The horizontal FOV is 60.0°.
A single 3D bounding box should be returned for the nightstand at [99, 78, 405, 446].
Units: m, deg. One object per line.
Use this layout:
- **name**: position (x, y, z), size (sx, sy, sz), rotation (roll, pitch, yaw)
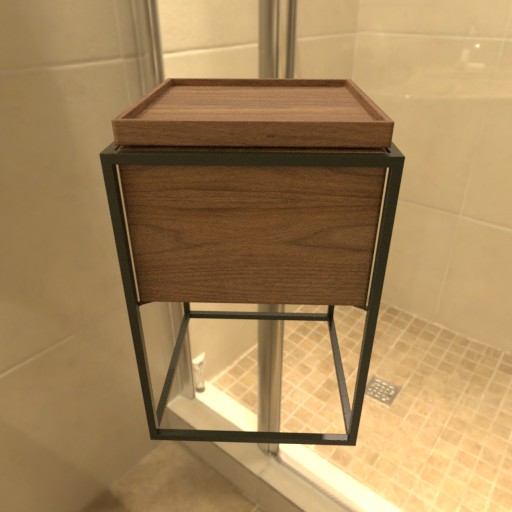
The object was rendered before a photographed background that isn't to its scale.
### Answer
- **nightstand**: position (0.000, 0.000, 0.877), size (0.397, 0.607, 0.397), rotation (1, 30, 2)
